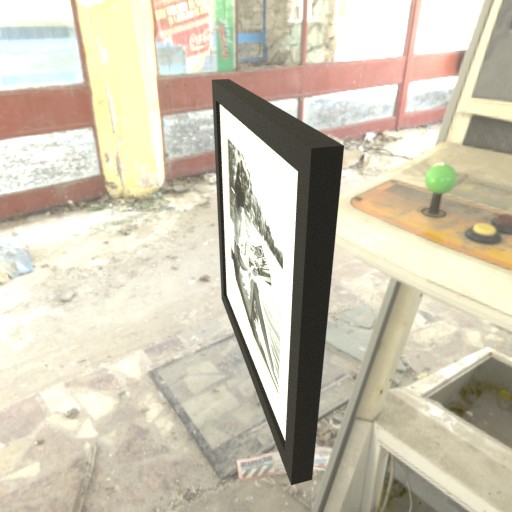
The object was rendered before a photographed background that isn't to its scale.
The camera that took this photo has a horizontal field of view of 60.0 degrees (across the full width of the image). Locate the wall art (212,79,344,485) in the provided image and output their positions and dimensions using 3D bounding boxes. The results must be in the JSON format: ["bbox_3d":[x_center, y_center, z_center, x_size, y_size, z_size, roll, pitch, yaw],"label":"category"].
[{"bbox_3d":[0.000,0.000,0.687,0.030,0.458,0.462,-8,30,-14],"label":"wall art"}]
